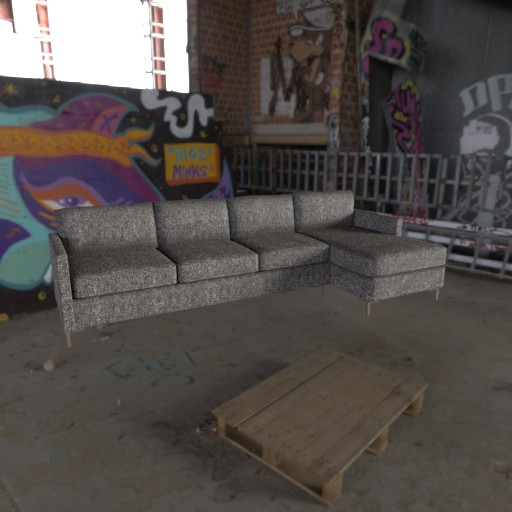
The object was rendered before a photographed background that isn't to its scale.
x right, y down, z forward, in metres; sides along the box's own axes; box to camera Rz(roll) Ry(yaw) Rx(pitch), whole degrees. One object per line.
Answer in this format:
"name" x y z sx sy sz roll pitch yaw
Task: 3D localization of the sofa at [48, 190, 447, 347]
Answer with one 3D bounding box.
"sofa" 0.000 0.000 4.101 3.384 0.970 1.488 -7 16 -27
